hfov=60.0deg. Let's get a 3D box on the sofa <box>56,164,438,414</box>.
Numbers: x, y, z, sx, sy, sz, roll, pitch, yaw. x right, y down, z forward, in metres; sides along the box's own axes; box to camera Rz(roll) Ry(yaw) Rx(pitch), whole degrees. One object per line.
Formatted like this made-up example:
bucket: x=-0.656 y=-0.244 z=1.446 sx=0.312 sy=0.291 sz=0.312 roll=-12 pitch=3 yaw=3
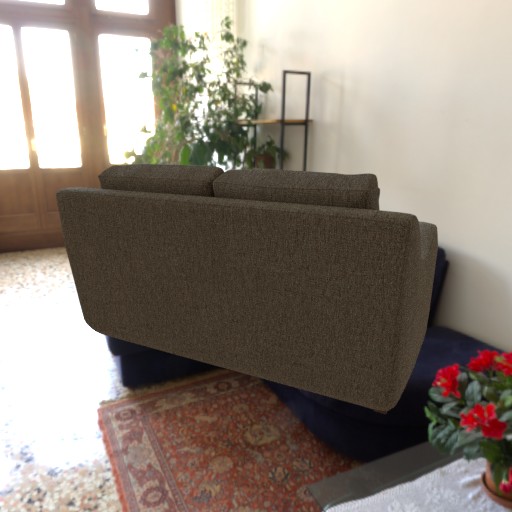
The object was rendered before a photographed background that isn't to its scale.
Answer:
sofa: x=0.000 y=0.000 z=2.402 sx=1.778 sy=0.991 sz=1.120 roll=8 pitch=17 yaw=27
